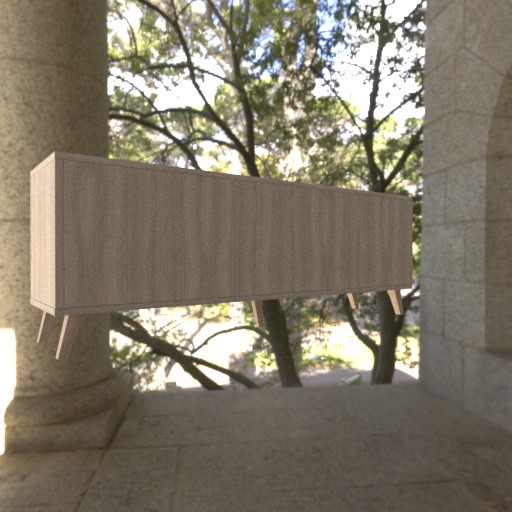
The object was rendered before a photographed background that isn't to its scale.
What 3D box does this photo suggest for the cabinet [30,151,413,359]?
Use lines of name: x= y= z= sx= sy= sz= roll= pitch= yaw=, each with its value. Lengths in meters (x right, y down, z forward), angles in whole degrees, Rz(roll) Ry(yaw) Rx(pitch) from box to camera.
cabinet: x=0.000 y=0.000 z=2.478 sx=2.198 sy=0.779 sz=0.499 roll=0 pitch=0 yaw=-36
